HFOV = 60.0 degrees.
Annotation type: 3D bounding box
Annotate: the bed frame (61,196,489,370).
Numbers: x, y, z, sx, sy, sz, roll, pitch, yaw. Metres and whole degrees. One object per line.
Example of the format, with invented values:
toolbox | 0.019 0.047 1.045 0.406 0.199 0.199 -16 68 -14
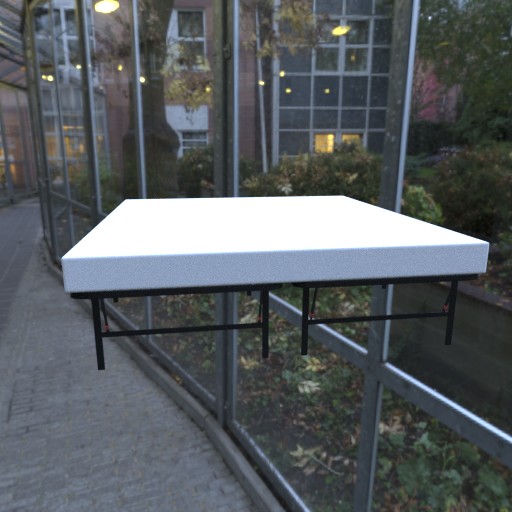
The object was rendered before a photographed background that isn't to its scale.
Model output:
bed frame | 0.000 0.000 2.999 1.930 0.559 2.032 -2 14 -9
